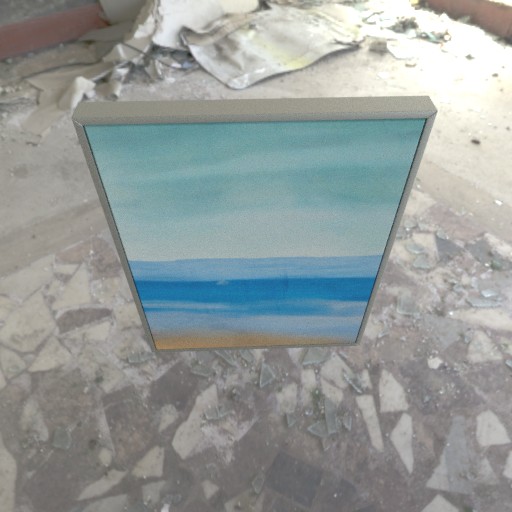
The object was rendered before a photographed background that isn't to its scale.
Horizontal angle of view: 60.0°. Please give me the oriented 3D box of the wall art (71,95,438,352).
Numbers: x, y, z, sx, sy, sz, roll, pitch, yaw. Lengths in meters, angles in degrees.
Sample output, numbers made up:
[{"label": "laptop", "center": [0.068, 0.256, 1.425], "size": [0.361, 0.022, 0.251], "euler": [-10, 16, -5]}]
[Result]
[{"label": "wall art", "center": [0.000, 0.000, 0.755], "size": [0.445, 0.553, 0.039], "euler": [-2, 48, -1]}]
